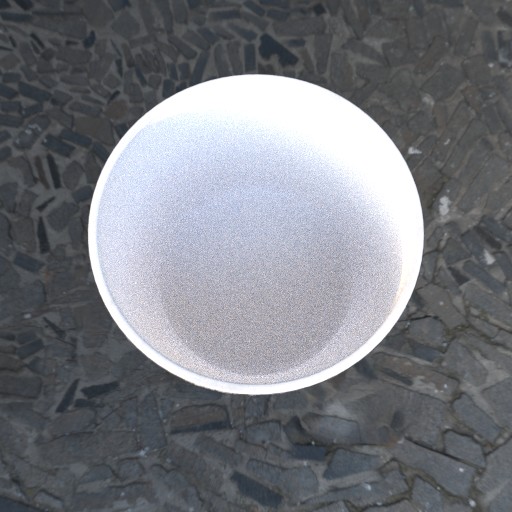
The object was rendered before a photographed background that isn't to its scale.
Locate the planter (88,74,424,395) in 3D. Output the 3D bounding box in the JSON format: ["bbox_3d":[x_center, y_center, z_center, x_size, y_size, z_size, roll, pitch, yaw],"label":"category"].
[{"bbox_3d":[0.000,0.000,0.311,0.178,0.157,0.178,0,76,0],"label":"planter"}]
